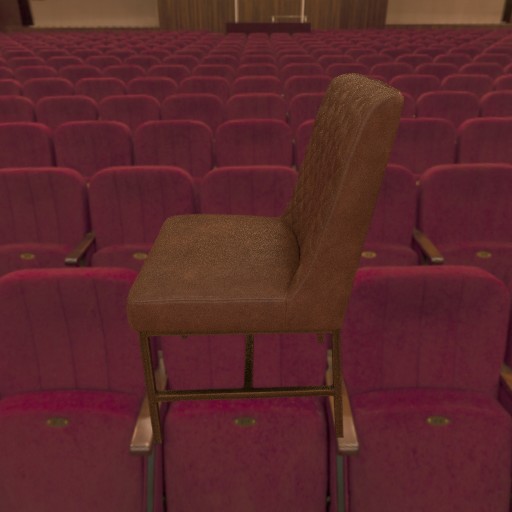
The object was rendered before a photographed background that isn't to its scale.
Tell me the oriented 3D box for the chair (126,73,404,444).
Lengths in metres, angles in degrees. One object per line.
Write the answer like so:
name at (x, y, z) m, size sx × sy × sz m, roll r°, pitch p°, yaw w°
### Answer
chair at (0.000, 0.000, 1.200) m, size 0.587 × 0.889 × 0.508 m, roll 0°, pitch 27°, yaw 0°
